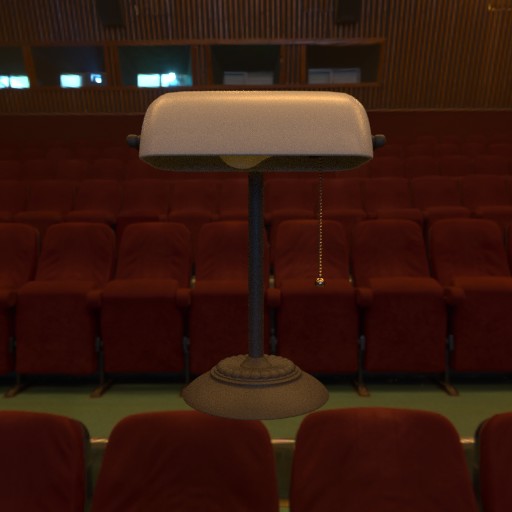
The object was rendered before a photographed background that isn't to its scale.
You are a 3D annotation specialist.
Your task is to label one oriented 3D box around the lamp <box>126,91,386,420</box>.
[{"bbox_3d":[0.000,0.000,0.513,0.264,0.339,0.243,0,1,0],"label":"lamp"}]
